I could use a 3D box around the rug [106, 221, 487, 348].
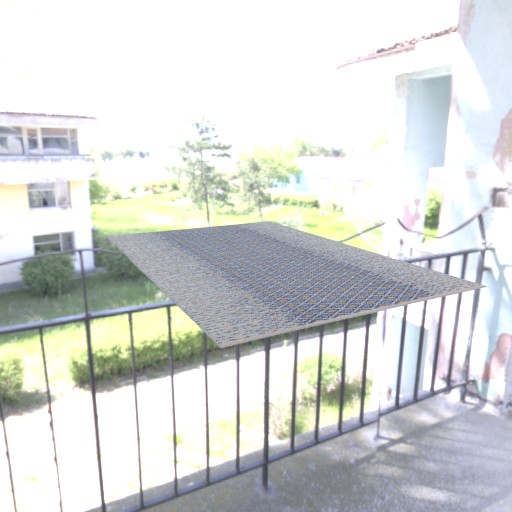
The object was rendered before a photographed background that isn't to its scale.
[{"bbox_3d":[0.000,0.000,2.359,1.219,0.005,1.828,-8,16,-27],"label":"rug"}]
